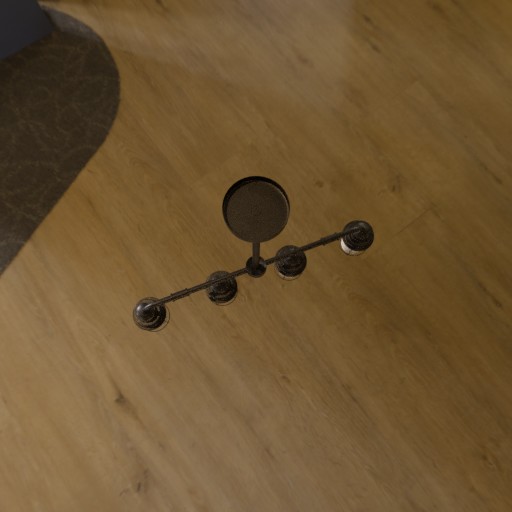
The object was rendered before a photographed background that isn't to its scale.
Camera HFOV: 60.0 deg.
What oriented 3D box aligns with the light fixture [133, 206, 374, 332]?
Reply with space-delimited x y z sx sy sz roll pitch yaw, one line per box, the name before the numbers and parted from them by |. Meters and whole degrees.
light fixture | 0.000 0.000 1.235 0.852 0.785 0.131 -20 77 -5
